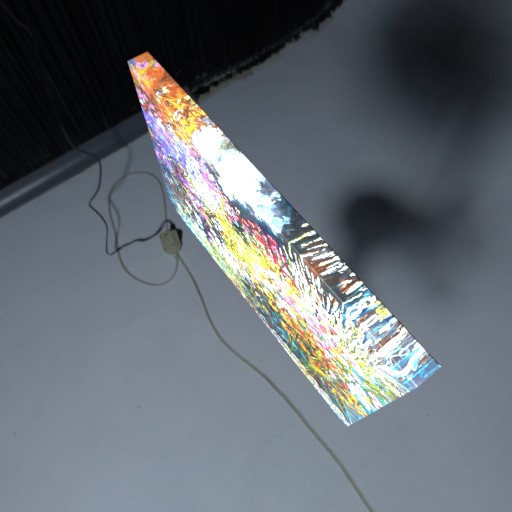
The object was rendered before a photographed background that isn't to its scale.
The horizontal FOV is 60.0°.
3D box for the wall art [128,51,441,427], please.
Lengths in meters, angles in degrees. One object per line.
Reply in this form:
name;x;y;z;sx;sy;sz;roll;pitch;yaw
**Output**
wall art;0.000;0.000;0.758;0.037;0.406;0.610;-34;68;-16
